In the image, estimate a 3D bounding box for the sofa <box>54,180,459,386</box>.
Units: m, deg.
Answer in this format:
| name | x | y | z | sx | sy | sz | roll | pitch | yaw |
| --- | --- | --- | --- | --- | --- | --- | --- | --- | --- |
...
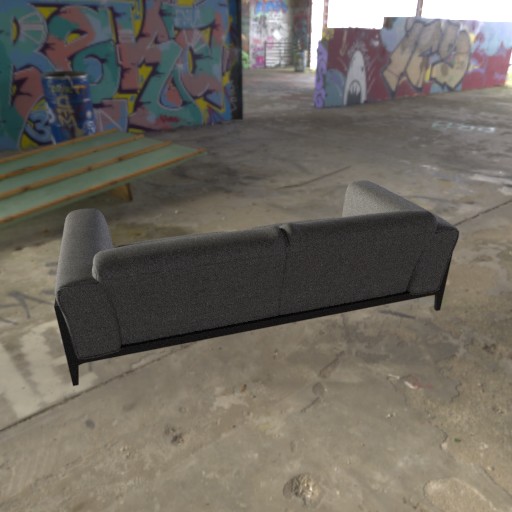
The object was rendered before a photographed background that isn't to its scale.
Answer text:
| name | x | y | z | sx | sy | sz | roll | pitch | yaw |
| --- | --- | --- | --- | --- | --- | --- | --- | --- | --- |
| sofa | 0.000 | 0.000 | 2.628 | 2.125 | 0.703 | 0.985 | -8 | 28 | -16 |
